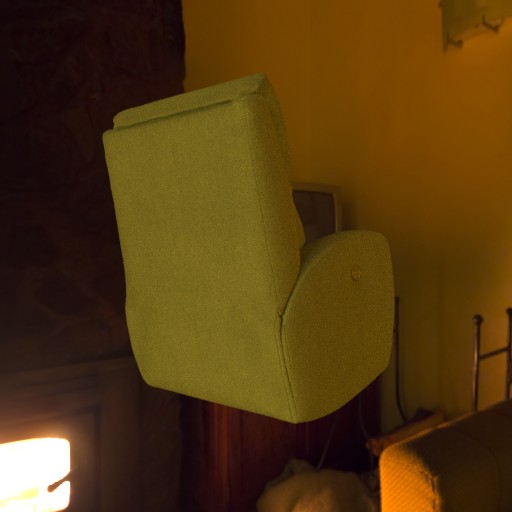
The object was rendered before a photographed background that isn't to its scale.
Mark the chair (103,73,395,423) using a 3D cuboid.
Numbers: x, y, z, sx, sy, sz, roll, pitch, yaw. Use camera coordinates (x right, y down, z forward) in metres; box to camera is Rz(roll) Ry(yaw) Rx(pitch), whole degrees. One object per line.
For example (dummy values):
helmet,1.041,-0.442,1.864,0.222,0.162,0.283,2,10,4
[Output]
chair,0.000,0.000,1.661,0.794,1.016,0.940,1,1,35
